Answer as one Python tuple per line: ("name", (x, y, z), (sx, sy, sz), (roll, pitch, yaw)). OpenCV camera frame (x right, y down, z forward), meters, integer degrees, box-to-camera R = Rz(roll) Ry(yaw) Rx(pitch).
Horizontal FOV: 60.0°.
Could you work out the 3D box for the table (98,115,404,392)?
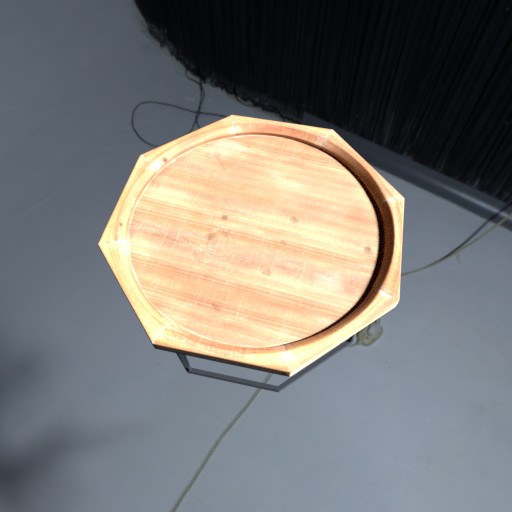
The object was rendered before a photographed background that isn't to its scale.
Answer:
("table", (0.000, 0.000, 1.612), (1.002, 0.444, 1.002), (0, 59, 0))
